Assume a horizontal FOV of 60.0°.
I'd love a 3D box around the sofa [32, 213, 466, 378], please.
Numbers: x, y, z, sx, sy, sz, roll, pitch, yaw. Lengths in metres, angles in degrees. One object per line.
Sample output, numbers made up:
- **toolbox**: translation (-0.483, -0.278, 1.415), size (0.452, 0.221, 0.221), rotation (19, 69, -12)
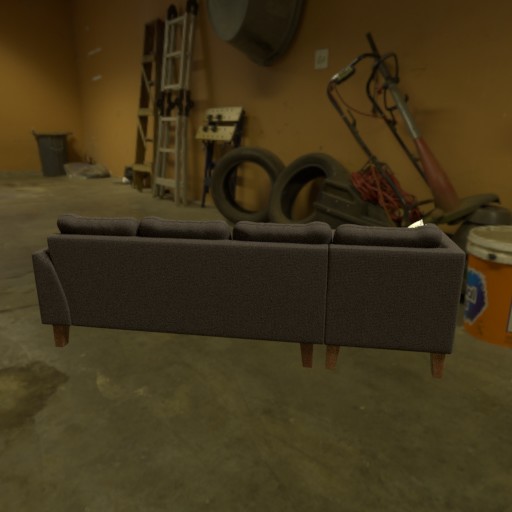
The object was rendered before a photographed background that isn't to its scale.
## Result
- **sofa**: translation (0.000, 0.000, 3.600), size (2.679, 0.932, 1.829), rotation (3, 17, 9)
